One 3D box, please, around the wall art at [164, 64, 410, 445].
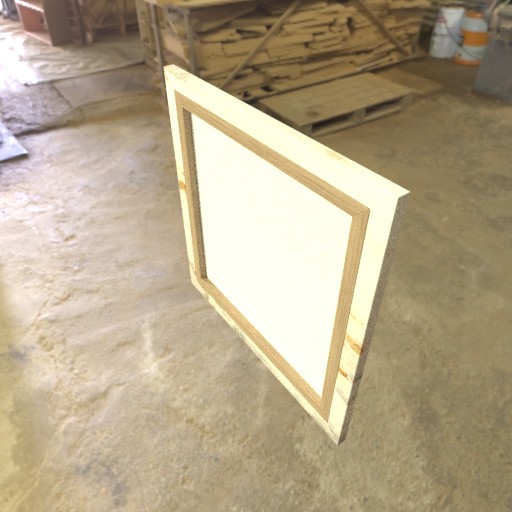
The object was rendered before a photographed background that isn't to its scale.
[{"bbox_3d":[0.000,0.000,1.534,0.040,1.018,1.015,-25,46,-27],"label":"wall art"}]
